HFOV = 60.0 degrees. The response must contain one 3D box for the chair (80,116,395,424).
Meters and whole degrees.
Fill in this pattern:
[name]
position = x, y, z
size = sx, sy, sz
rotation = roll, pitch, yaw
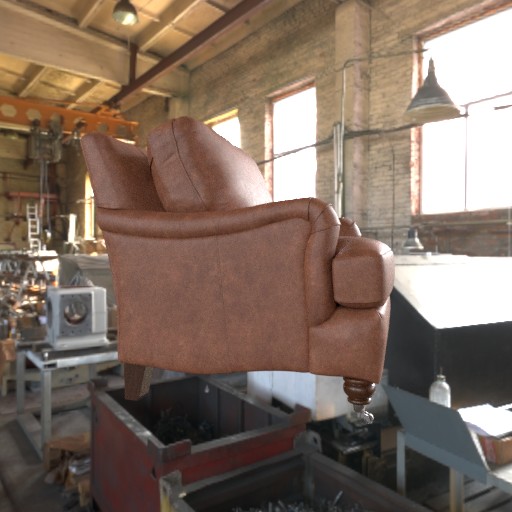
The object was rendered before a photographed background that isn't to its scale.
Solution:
[chair]
position = 0.000, 0.000, 1.937
size = 1.158, 1.055, 0.986
rotation = 0, 0, 18
